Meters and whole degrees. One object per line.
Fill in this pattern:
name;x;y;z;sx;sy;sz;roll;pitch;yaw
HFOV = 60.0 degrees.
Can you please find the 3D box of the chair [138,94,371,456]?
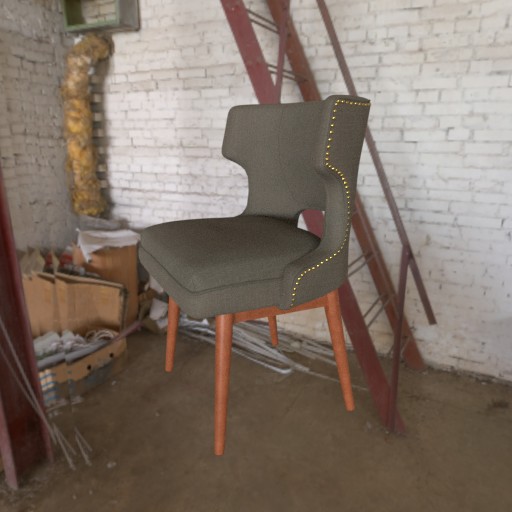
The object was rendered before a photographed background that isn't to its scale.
chair;0.000;0.000;1.269;0.581;0.863;0.595;-8;18;-26
